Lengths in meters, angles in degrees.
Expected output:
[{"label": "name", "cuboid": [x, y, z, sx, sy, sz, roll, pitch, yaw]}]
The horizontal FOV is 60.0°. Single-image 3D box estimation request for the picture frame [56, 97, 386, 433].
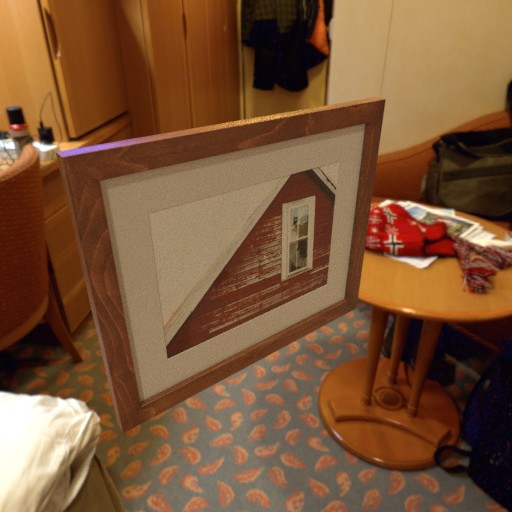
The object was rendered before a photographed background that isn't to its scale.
[{"label": "picture frame", "cuboid": [0.000, 0.000, 0.761, 0.559, 0.457, 0.025, -21, 36, -32]}]
